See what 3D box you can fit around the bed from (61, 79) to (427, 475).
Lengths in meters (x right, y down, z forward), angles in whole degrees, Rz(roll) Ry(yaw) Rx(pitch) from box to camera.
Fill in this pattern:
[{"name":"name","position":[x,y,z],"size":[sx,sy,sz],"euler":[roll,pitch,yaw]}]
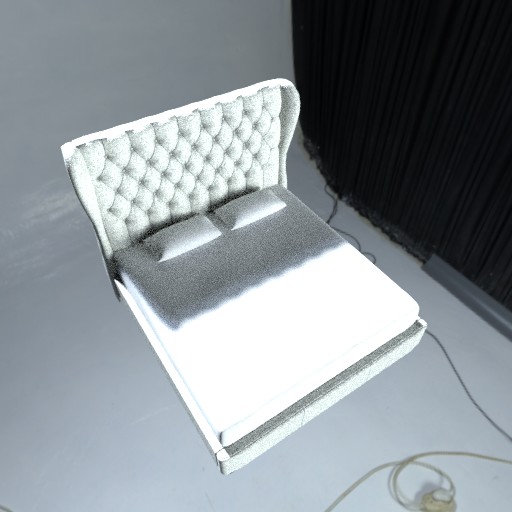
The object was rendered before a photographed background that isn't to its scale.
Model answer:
[{"name":"bed","position":[0.000,0.000,3.824],"size":[2.219,1.771,2.347],"euler":[-26,52,-22]}]
